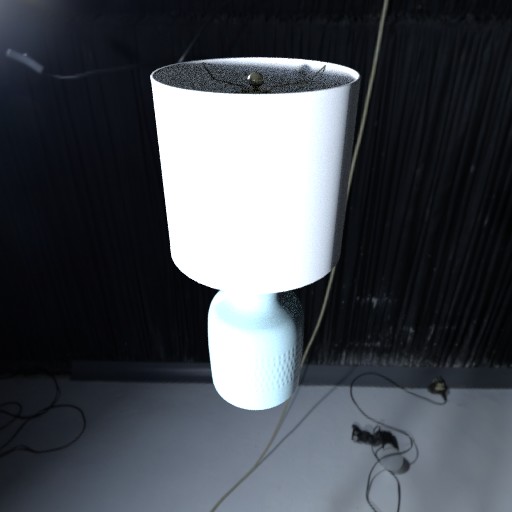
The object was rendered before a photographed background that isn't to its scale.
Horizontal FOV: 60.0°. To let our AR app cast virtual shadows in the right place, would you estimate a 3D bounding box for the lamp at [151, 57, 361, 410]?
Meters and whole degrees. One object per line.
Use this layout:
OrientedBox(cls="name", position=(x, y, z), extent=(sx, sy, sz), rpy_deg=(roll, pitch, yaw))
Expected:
OrientedBox(cls="lamp", position=(0.000, 0.000, 1.123), extent=(0.418, 0.871, 0.418), rpy_deg=(0, 32, 0))
